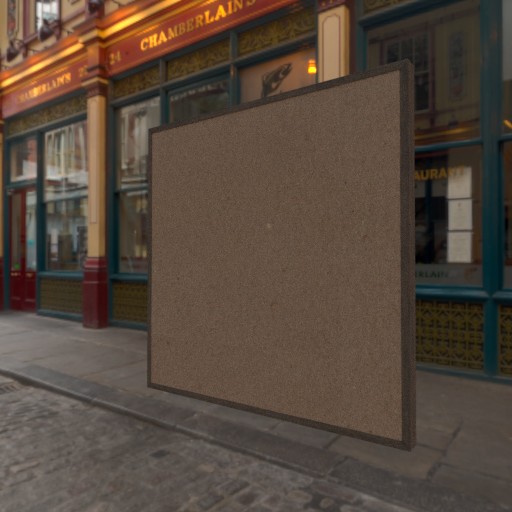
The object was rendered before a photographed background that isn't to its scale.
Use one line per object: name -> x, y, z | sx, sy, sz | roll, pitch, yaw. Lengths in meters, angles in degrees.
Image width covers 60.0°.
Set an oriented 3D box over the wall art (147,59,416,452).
wall art -> 0.000, 0.000, 1.098 | 0.762, 0.762, 0.038 | -1, -1, 36
